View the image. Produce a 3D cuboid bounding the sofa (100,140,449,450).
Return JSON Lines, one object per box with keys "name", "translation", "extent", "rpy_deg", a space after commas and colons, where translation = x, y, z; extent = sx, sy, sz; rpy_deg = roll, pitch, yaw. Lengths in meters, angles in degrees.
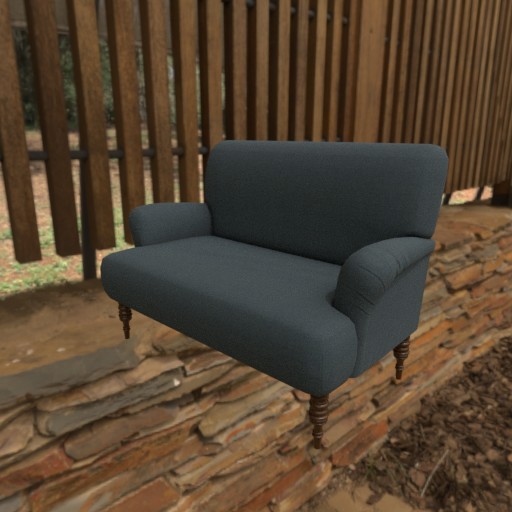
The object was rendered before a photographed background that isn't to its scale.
{"name": "sofa", "translation": [0.000, 0.000, 1.800], "extent": [1.297, 0.889, 0.779], "rpy_deg": [14, 21, 41]}
